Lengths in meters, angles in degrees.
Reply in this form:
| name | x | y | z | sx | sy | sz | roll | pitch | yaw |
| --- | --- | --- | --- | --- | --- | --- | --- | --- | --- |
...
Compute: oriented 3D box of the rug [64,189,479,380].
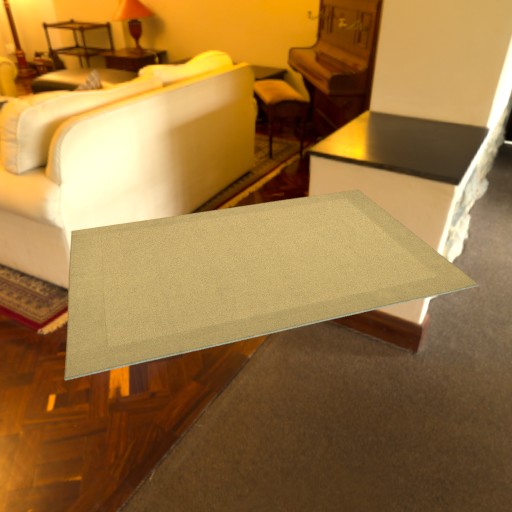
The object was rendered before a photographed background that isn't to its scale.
| name | x | y | z | sx | sy | sz | roll | pitch | yaw |
| --- | --- | --- | --- | --- | --- | --- | --- | --- | --- |
| rug | 0.000 | 0.000 | 3.057 | 2.438 | 0.014 | 1.524 | -10 | 34 | -15 |
